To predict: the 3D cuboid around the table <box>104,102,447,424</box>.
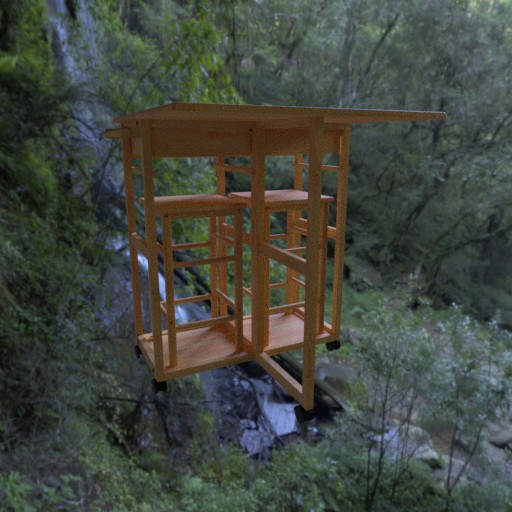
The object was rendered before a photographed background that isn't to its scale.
[{"bbox_3d":[0.000,0.000,1.374,0.752,0.832,0.693,-7,16,-25],"label":"table"}]
